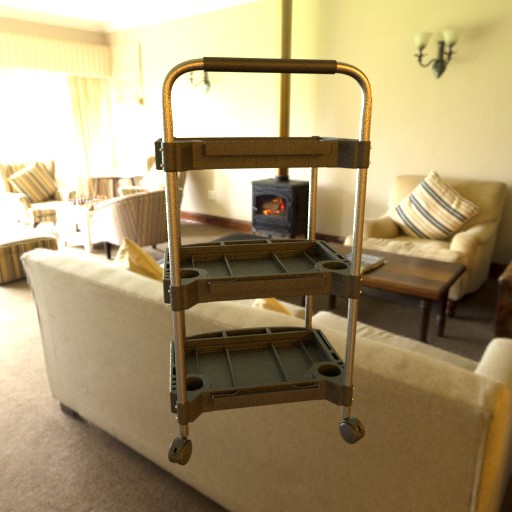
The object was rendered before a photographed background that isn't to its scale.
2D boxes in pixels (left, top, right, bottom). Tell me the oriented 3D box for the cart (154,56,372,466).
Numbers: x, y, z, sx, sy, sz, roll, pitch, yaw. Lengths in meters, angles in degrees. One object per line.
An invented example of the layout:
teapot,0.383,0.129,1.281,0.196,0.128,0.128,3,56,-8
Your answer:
cart,0.000,0.000,1.371,0.584,1.075,0.518,-3,17,-10
